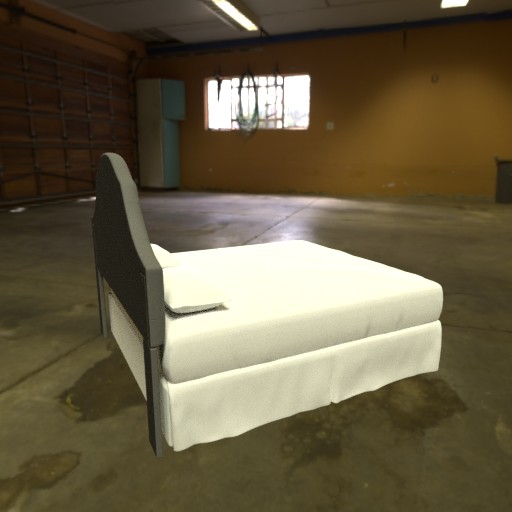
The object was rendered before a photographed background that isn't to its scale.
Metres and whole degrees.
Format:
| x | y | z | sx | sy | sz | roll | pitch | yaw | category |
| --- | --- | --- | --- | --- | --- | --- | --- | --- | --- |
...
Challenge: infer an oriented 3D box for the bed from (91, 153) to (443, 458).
| x | y | z | sx | sy | sz | roll | pitch | yaw | category |
| --- | --- | --- | --- | --- | --- | --- | --- | --- | --- |
| 0.000 | 0.000 | 3.553 | 2.214 | 1.615 | 2.008 | -7 | 15 | -26 | bed |
